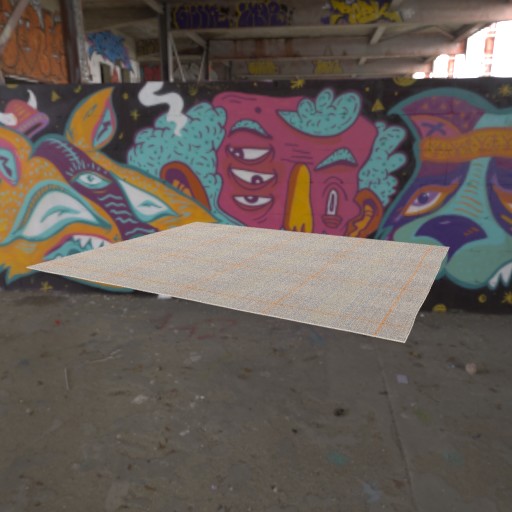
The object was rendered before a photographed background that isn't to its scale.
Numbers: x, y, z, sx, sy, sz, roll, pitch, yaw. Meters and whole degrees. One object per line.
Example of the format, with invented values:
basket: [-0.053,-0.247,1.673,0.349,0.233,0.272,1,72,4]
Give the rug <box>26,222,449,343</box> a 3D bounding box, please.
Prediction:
rug: [0.000,0.000,4.045,3.051,0.021,2.448,8,16,27]
